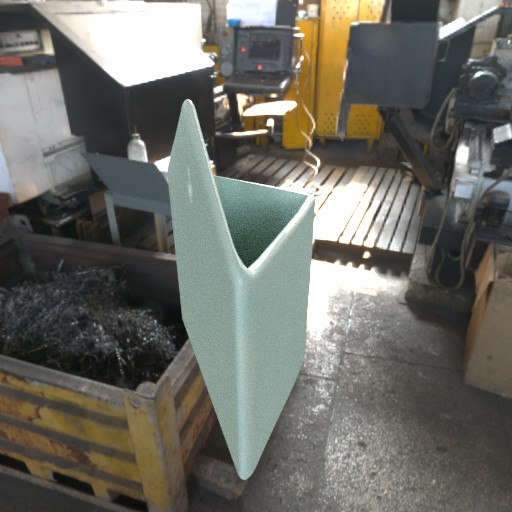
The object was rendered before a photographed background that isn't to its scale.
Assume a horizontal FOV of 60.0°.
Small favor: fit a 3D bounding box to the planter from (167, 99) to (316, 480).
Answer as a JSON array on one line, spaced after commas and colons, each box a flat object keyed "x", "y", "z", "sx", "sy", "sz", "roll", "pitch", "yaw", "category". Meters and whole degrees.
[{"x": 0.000, "y": 0.000, "z": 0.284, "sx": 0.079, "sy": 0.197, "sz": 0.164, "roll": -10, "pitch": 32, "yaw": -17, "category": "planter"}]
